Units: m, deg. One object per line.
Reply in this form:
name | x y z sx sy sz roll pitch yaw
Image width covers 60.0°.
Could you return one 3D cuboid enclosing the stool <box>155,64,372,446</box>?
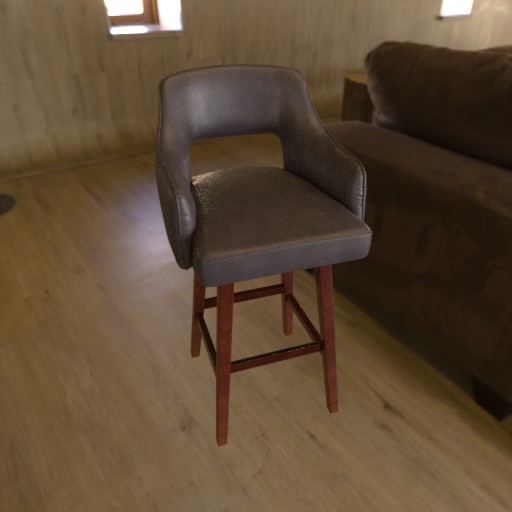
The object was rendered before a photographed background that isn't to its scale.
stool | 0.000 0.000 1.391 0.550 1.041 0.560 -10 33 -16
